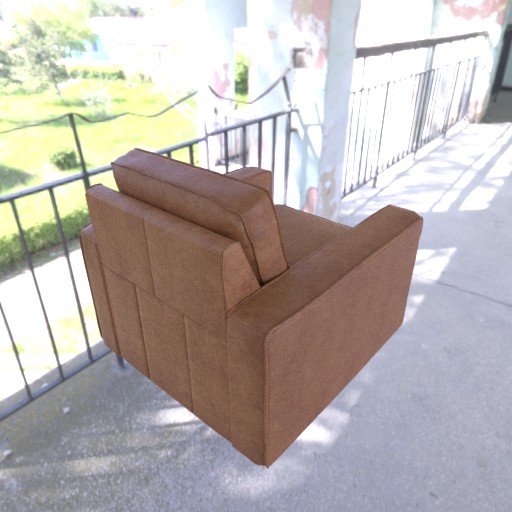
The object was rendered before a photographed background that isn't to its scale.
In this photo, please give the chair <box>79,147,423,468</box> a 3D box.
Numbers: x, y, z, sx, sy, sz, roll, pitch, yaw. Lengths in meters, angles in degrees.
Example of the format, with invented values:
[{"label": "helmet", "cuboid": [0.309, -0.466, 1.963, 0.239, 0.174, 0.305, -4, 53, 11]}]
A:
[{"label": "chair", "cuboid": [0.000, 0.000, 1.772, 0.987, 0.901, 1.027, 21, 36, 32]}]
